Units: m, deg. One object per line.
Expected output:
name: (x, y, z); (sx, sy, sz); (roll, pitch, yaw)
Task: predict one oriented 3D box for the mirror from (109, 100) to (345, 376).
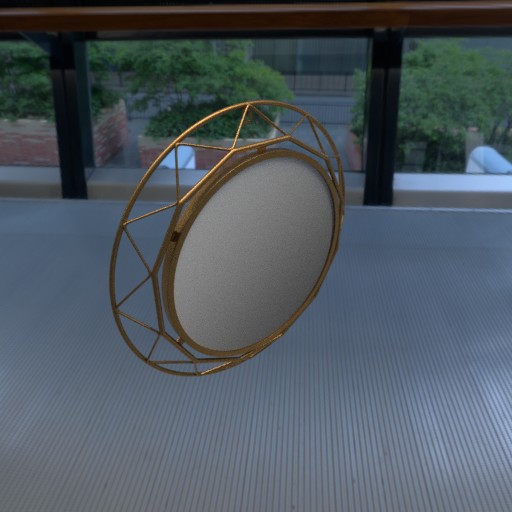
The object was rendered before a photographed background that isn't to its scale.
mirror: (0.000, 0.000, 0.683); (0.454, 0.454, 0.043); (-23, 38, -33)
